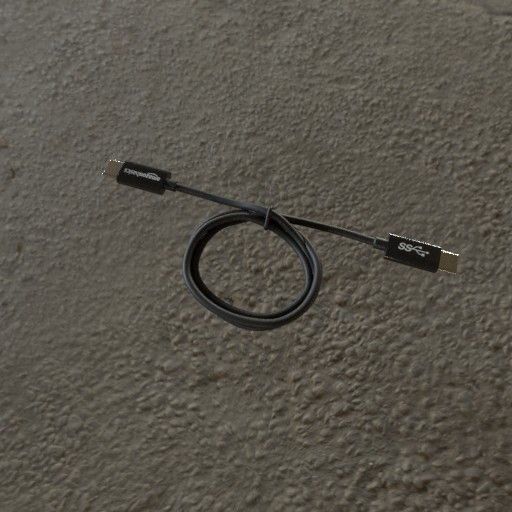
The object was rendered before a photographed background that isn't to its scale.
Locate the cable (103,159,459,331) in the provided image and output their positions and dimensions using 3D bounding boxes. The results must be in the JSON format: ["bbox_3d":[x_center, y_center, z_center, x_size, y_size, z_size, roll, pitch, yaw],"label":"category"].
[{"bbox_3d":[0.000,0.000,0.212,0.186,0.014,0.070,16,65,8],"label":"cable"}]
